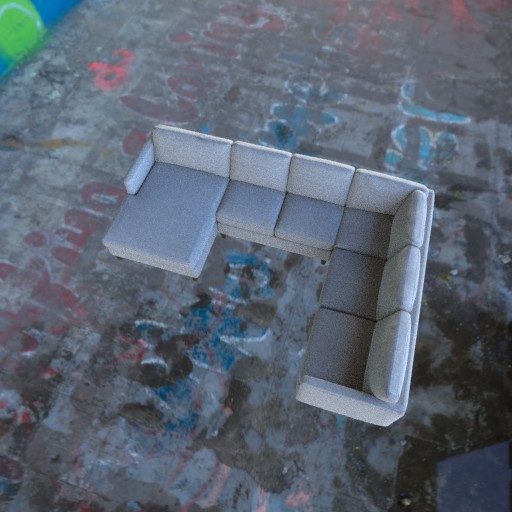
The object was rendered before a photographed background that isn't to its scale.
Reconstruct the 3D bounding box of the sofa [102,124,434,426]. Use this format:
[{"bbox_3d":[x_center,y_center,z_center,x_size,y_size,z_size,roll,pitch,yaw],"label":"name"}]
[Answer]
[{"bbox_3d":[0.000,0.000,4.837,3.460,0.959,2.593,15,61,9],"label":"sofa"}]
